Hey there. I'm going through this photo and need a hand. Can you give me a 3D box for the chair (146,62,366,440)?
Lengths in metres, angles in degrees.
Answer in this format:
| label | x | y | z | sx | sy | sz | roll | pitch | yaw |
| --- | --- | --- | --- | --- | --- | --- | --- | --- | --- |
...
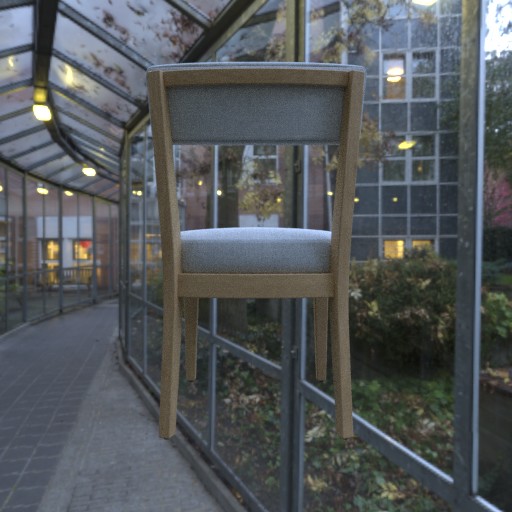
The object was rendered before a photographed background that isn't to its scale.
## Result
| label | x | y | z | sx | sy | sz | roll | pitch | yaw |
| --- | --- | --- | --- | --- | --- | --- | --- | --- | --- |
| chair | 0.000 | 0.000 | 1.191 | 0.508 | 0.832 | 0.572 | 0 | 1 | 0 |
